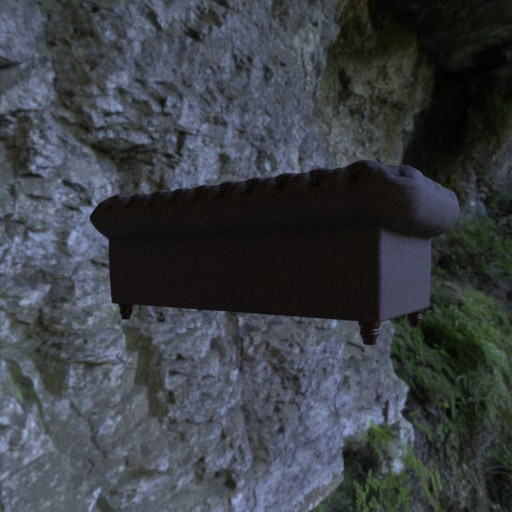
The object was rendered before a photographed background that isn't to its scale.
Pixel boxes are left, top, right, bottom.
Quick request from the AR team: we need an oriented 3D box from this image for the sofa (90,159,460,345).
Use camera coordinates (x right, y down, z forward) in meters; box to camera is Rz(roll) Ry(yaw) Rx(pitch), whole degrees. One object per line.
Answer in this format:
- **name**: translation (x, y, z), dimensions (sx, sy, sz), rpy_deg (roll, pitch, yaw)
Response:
- **sofa**: translation (0.000, 0.000, 2.576), dimensions (2.048, 0.780, 0.944), rpy_deg (-1, -2, 35)
